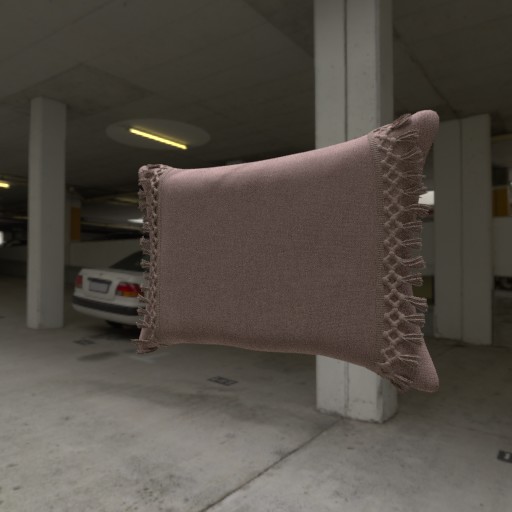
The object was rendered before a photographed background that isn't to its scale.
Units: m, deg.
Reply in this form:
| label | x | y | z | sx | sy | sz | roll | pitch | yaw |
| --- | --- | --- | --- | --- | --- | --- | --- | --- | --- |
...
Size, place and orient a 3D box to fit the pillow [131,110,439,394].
| label | x | y | z | sx | sy | sz | roll | pitch | yaw |
| --- | --- | --- | --- | --- | --- | --- | --- | --- | --- |
| pillow | 0.000 | 0.000 | 0.593 | 0.466 | 0.305 | 0.084 | -1 | -2 | 35 |
